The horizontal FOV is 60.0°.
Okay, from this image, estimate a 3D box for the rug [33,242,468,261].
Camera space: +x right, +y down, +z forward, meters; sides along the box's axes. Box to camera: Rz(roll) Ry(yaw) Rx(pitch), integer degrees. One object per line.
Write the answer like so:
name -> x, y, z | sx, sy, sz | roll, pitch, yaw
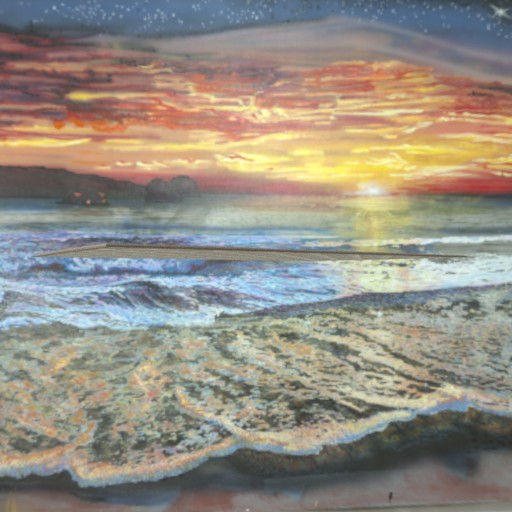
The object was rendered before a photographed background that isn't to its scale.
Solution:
rug -> 0.000, 0.000, 2.010 | 1.677, 0.011, 1.066 | 1, -2, -36
